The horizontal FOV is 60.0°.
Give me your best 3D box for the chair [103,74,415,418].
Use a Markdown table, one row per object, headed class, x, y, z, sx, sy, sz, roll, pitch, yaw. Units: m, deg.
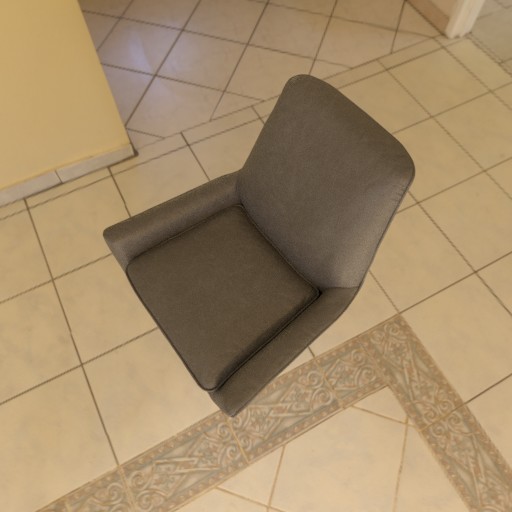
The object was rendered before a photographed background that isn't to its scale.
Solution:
| class | x | y | z | sx | sy | sz | roll | pitch | yaw |
| --- | --- | --- | --- | --- | --- | --- | --- | --- | --- |
| chair | 0.000 | 0.000 | 1.558 | 0.822 | 0.888 | 0.787 | -34 | 67 | -16 |
